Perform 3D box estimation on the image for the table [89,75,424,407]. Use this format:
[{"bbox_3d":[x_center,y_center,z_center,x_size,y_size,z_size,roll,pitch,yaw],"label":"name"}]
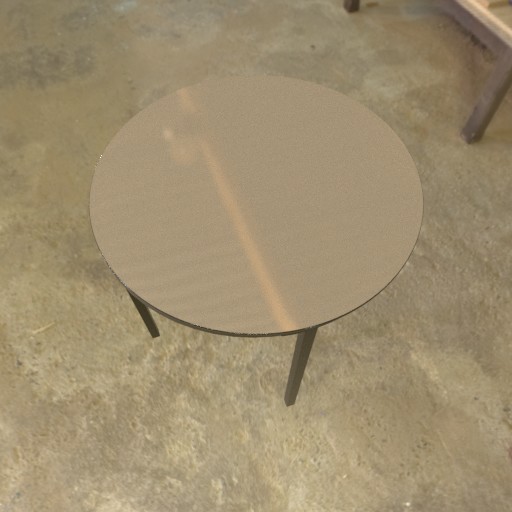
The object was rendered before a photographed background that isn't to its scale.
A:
[{"bbox_3d":[0.000,0.000,0.860,0.499,0.443,0.499,0,58,0],"label":"table"}]
